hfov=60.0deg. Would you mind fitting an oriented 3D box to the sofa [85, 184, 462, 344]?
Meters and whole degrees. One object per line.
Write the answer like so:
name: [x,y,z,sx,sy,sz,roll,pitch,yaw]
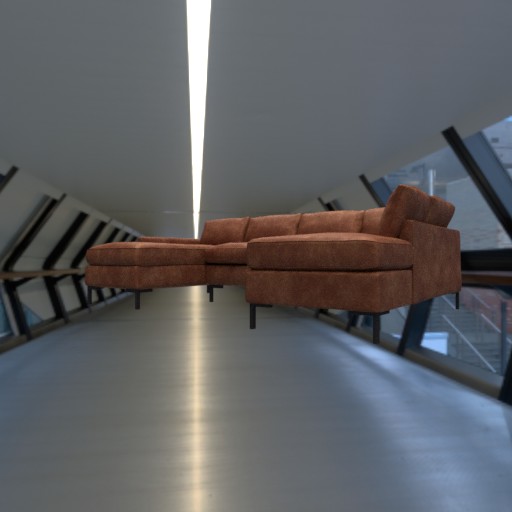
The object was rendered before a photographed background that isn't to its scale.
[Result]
sofa: [0.000,0.000,3.845,2.956,0.900,1.939,0,0,37]
